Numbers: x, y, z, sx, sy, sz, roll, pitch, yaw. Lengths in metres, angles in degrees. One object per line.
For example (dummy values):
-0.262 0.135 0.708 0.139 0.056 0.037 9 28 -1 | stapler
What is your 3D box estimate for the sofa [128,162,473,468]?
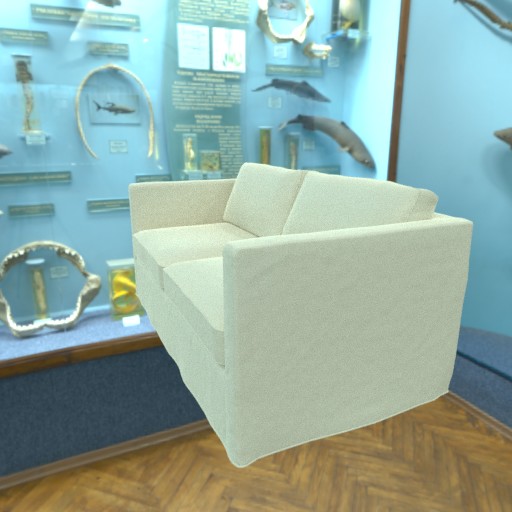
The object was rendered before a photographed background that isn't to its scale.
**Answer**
0.000 0.000 2.219 0.962 0.834 1.746 -7 17 -24 | sofa
